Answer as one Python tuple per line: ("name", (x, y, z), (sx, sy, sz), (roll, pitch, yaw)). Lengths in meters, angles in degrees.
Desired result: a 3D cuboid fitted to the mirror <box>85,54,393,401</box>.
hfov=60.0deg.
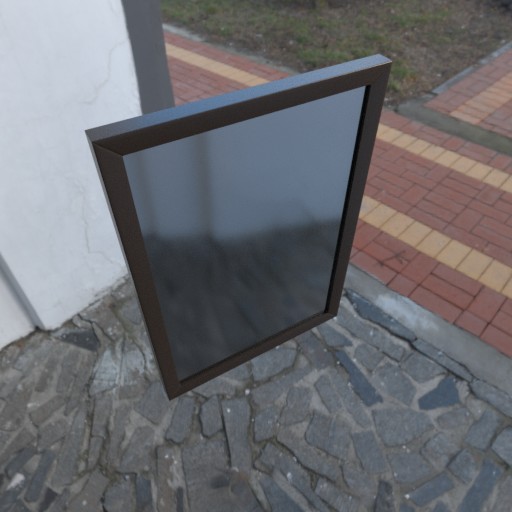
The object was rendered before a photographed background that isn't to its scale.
("mirror", (0.000, 0.000, 0.919), (0.507, 0.710, 0.040), (-23, 50, -21))
